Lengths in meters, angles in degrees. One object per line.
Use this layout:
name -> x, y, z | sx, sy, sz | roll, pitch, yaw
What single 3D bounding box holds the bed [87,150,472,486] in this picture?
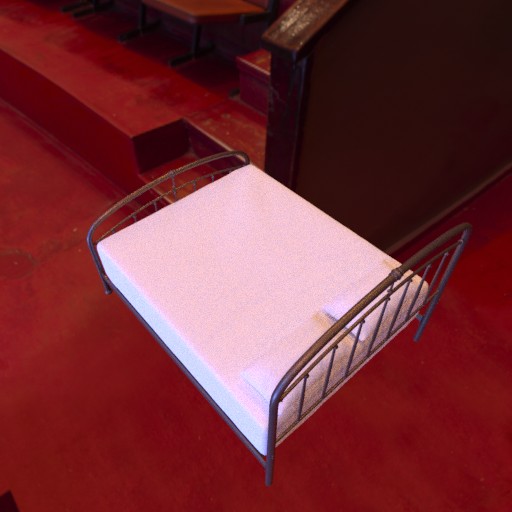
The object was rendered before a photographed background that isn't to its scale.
bed -> 0.000, 0.000, 3.265 | 1.711, 1.475, 2.168 | -33, 55, -27
